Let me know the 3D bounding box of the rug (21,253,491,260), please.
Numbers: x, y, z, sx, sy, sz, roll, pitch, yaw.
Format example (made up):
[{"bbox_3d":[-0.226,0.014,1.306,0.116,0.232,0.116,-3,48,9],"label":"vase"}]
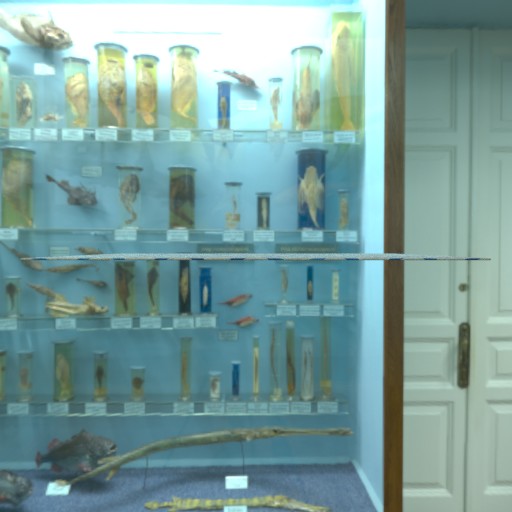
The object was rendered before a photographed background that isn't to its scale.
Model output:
[{"bbox_3d":[0.000,0.000,2.335,1.830,0.008,1.225,0,1,0],"label":"rug"}]
